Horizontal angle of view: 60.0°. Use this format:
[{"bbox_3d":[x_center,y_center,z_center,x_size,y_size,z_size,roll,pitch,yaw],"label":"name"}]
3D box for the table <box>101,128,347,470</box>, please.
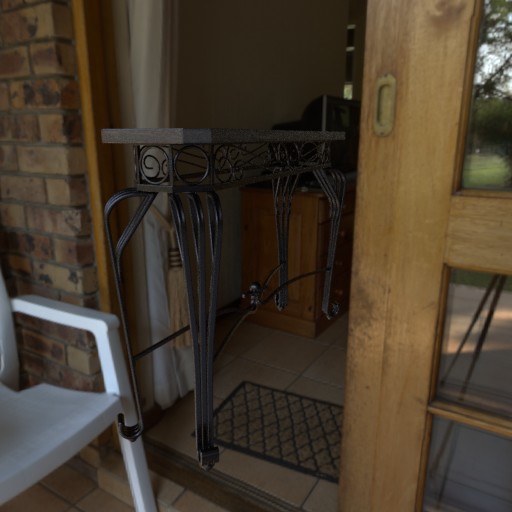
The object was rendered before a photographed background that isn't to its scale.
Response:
[{"bbox_3d":[0.000,0.000,1.474,0.329,0.800,1.112,7,17,25],"label":"table"}]
